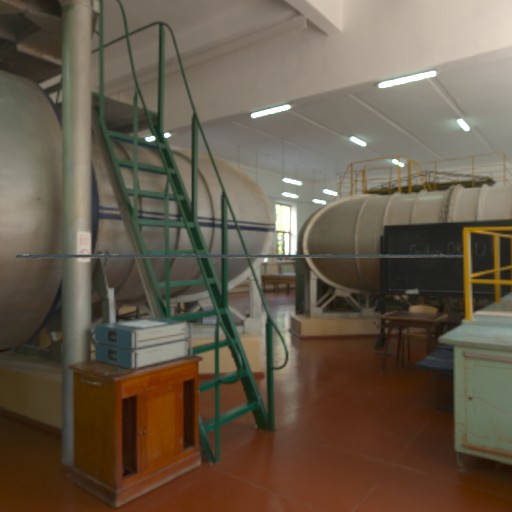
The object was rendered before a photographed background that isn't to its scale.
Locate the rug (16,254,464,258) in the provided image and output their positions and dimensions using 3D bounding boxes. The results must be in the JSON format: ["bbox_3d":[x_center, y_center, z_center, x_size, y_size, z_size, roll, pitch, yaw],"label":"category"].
[{"bbox_3d":[0.000,0.000,2.474,2.276,0.014,0.678,0,0,-19],"label":"rug"}]
